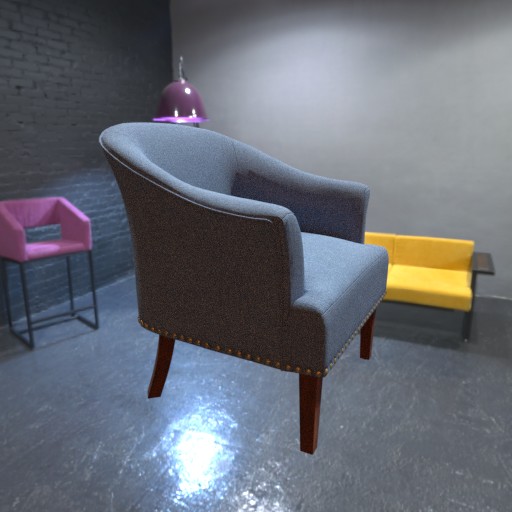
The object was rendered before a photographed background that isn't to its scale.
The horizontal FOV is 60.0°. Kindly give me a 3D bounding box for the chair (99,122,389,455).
[{"bbox_3d":[0.000,0.000,1.399,0.704,0.815,0.772,7,16,27],"label":"chair"}]
